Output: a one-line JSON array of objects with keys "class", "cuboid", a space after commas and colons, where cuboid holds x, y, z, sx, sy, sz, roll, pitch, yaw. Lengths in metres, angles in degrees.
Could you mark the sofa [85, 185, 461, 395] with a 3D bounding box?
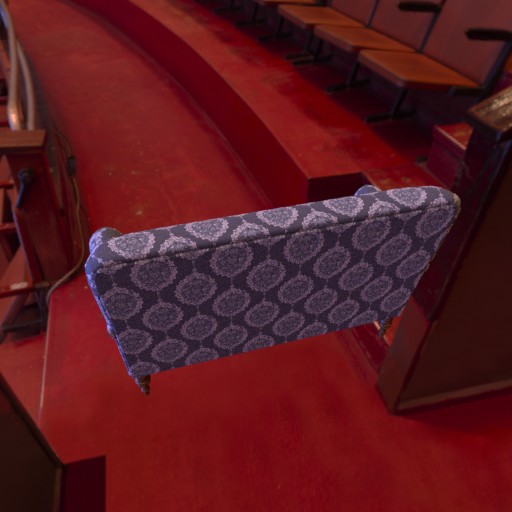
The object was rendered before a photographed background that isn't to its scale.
[{"class": "sofa", "cuboid": [0.000, 0.000, 1.850, 1.297, 0.867, 0.779, -11, 42, -12]}]
